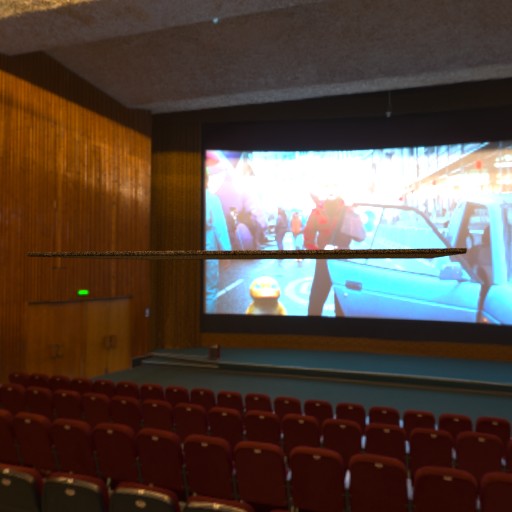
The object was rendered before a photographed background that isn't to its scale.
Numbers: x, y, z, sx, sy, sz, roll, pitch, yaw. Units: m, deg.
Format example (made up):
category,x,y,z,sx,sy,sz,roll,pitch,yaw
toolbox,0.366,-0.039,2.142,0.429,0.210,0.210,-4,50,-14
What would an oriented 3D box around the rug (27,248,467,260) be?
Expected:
category,x,y,z,sx,sy,sz,roll,pitch,yaw
rug,0.000,0.000,2.971,2.352,0.025,1.501,0,-1,16
